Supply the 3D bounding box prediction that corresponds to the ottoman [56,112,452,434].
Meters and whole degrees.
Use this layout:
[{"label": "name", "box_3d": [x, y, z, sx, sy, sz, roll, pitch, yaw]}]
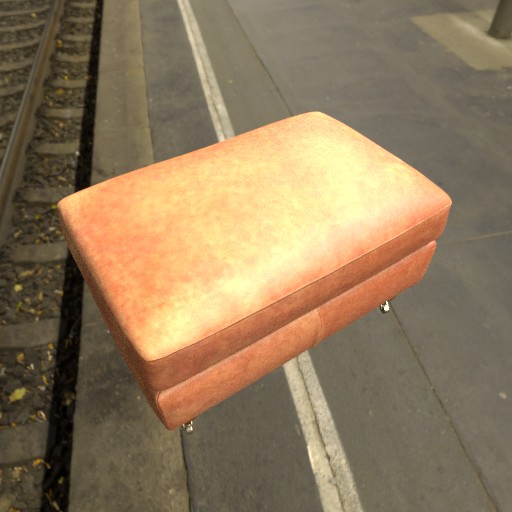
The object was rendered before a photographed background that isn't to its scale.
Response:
[{"label": "ottoman", "box_3d": [0.000, 0.000, 1.212, 0.852, 0.507, 0.565, -25, 51, -23]}]
